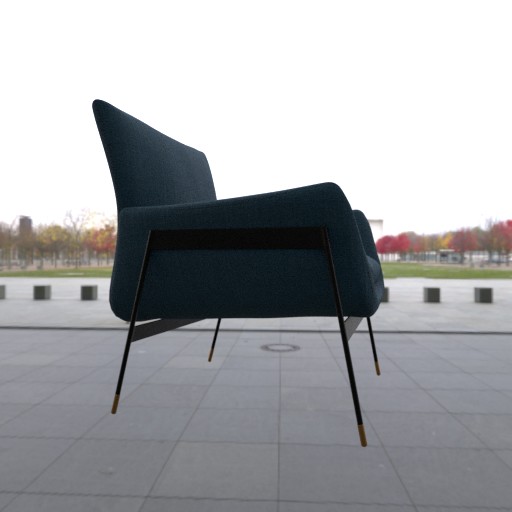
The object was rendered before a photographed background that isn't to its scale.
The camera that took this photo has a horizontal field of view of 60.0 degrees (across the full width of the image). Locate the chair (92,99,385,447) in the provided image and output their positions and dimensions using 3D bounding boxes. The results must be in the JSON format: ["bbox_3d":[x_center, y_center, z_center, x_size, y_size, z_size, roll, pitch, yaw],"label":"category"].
[{"bbox_3d":[0.000,0.000,1.408,0.769,0.859,0.678,0,0,18],"label":"chair"}]
